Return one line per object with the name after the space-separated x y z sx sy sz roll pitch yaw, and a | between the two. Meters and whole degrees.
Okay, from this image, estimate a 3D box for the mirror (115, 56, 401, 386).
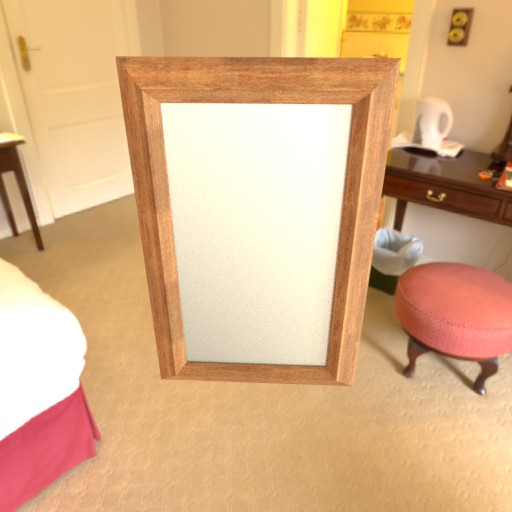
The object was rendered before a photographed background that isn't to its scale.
0.000 0.000 1.234 0.651 1.010 0.047 1 29 2 | mirror
